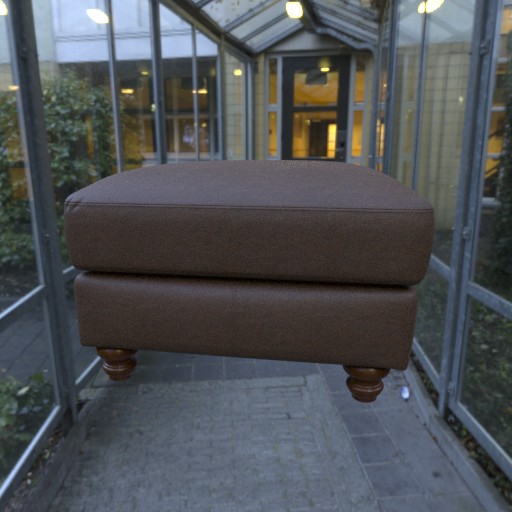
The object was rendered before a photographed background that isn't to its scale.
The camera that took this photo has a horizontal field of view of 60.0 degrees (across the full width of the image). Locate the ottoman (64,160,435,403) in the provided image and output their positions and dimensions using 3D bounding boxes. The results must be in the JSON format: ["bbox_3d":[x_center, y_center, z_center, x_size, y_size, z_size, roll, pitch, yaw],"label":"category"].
[{"bbox_3d":[0.000,0.000,1.204,0.787,0.508,0.635,2,14,9],"label":"ottoman"}]
